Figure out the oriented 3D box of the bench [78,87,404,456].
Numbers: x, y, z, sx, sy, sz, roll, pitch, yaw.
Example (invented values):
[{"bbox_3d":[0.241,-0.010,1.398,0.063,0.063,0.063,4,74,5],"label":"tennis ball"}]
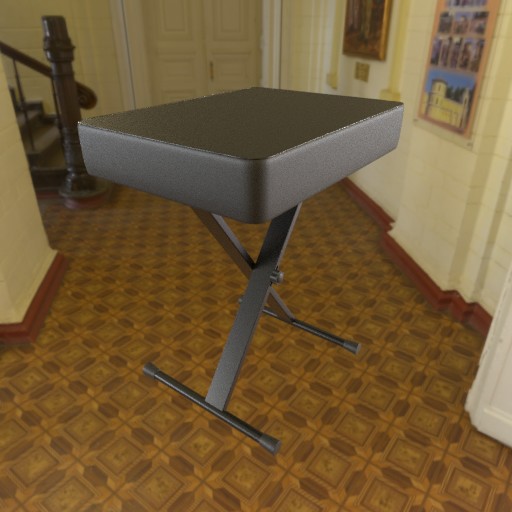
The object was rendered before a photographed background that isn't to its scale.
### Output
[{"bbox_3d":[0.000,0.000,0.791,0.321,0.500,0.424,19,34,32],"label":"bench"}]
